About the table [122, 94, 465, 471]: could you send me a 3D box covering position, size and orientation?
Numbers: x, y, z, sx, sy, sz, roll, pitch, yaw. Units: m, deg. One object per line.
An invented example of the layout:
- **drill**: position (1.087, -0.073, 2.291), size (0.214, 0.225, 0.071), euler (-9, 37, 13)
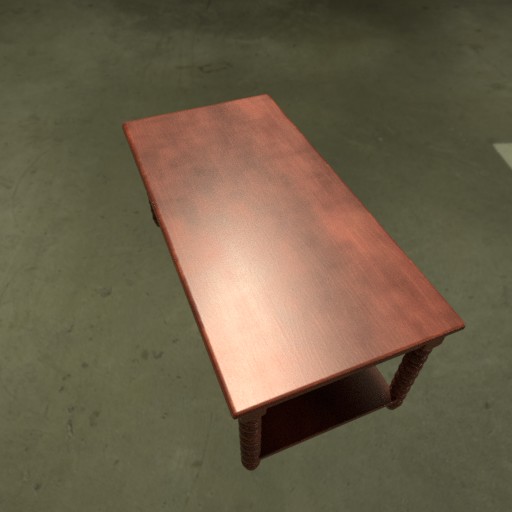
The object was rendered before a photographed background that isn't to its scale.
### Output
- **table**: position (0.000, 0.000, 1.484), size (0.580, 0.485, 1.171), euler (-17, 50, -15)
